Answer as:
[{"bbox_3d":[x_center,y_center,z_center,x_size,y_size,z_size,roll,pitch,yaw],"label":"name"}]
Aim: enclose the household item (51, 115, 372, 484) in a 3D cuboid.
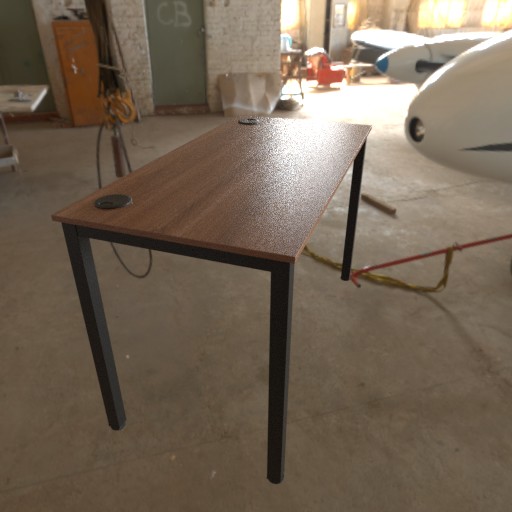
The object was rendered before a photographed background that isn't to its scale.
[{"bbox_3d":[0.000,0.000,1.635,0.600,0.750,1.200,10,31,17],"label":"household item"}]
